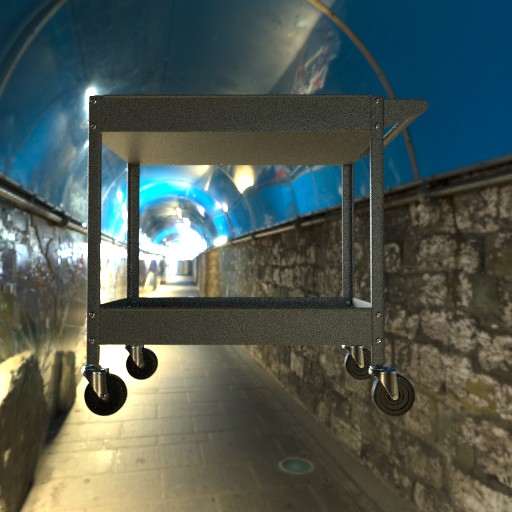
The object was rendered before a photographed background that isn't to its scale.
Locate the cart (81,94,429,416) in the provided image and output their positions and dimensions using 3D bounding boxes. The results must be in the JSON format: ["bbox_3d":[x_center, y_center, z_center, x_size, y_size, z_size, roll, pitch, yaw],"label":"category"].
[{"bbox_3d":[0.000,0.000,1.162,0.779,0.719,0.366,0,-1,0],"label":"cart"}]
